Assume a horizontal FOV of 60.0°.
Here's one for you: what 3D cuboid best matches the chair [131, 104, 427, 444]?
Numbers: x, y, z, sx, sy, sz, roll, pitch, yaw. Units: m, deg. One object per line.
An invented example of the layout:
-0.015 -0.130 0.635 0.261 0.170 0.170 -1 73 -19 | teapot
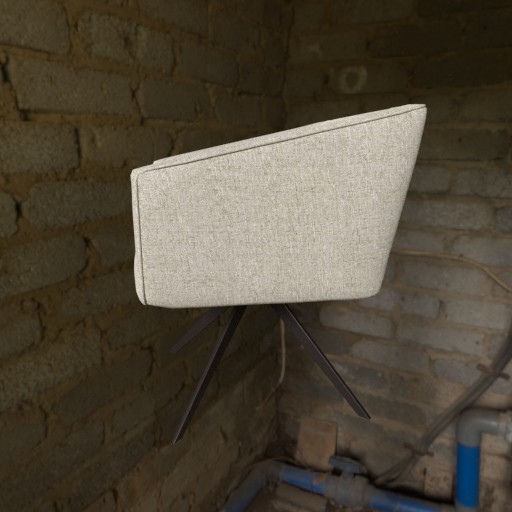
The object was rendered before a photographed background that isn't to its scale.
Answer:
0.000 0.000 1.232 0.623 0.760 0.628 -2 14 -9 | chair
